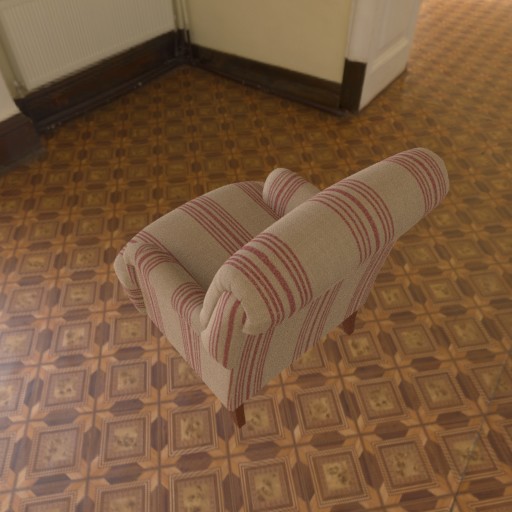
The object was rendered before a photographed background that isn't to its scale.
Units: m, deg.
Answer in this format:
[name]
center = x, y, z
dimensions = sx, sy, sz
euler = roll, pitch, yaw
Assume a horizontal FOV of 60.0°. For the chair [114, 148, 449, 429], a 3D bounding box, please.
[chair]
center = 0.000, 0.000, 1.868
dimensions = 0.933, 1.123, 1.058
euler = -32, 54, -27
